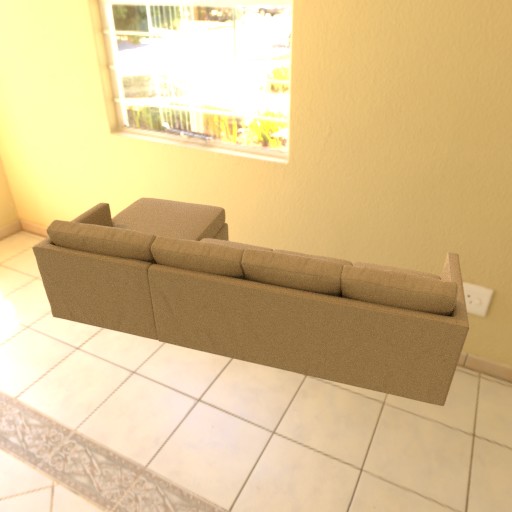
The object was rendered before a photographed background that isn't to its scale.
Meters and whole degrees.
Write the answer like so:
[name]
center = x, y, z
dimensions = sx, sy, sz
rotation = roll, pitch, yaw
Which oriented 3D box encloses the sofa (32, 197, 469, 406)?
[sofa]
center = 0.000, 0.000, 3.820
dimensions = 3.177, 0.867, 1.622
rotation = 9, 32, 15
